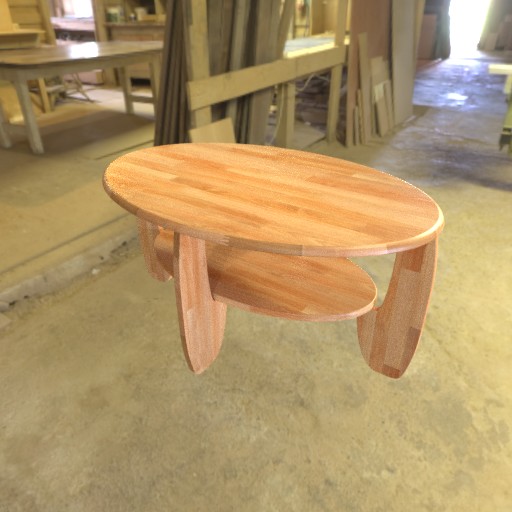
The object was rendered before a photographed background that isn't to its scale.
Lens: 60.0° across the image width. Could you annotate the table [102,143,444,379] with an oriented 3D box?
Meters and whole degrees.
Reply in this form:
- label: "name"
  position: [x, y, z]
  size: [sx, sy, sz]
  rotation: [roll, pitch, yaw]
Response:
- label: "table"
  position: [0.000, 0.000, 1.374]
  size: [1.040, 0.490, 0.690]
  rotation: [19, 35, 29]
